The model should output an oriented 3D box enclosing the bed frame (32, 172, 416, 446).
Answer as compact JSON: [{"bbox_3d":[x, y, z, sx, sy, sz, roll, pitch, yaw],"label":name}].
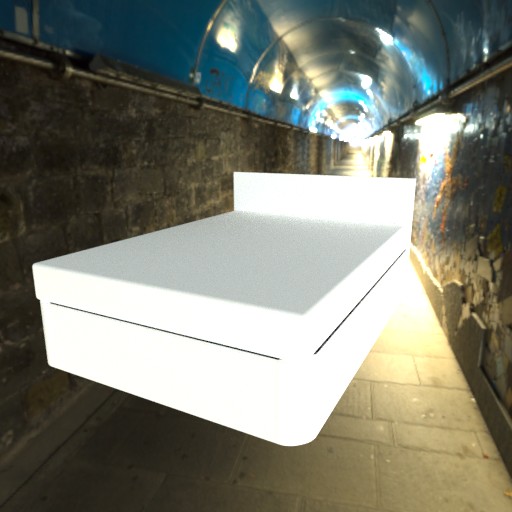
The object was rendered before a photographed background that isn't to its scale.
[{"bbox_3d":[0.000,0.000,2.554,1.400,0.800,1.900,8,16,27],"label":"bed frame"}]
